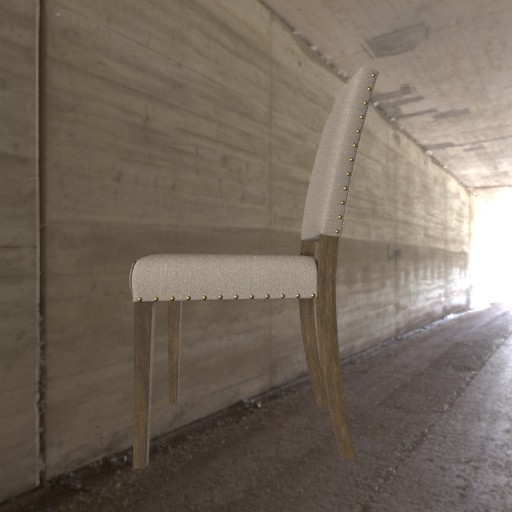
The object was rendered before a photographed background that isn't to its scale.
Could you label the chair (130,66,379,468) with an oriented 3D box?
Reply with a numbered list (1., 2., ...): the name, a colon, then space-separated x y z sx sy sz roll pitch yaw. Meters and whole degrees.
1. chair: 0.000 0.000 1.315 0.620 1.020 0.508 0 0 -1
